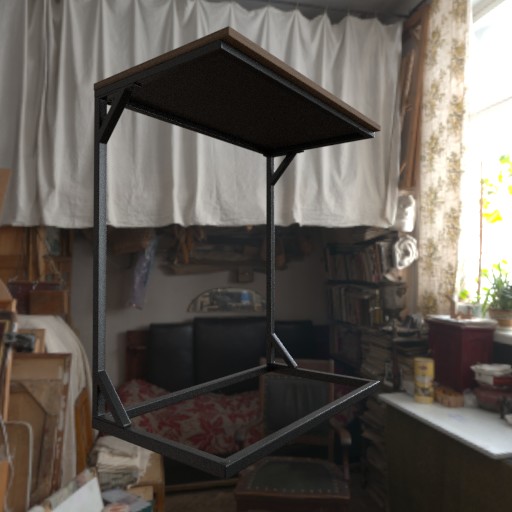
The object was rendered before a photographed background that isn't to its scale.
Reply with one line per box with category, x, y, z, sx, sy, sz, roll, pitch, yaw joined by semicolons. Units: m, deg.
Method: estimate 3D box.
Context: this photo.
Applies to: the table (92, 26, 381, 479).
table;0.000;0.000;0.998;0.351;0.673;0.597;-1;-1;37
